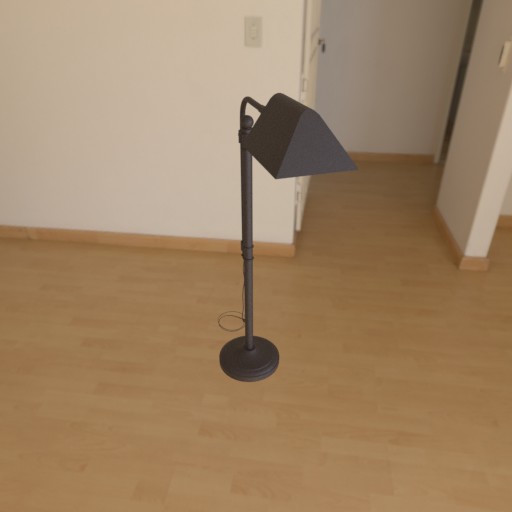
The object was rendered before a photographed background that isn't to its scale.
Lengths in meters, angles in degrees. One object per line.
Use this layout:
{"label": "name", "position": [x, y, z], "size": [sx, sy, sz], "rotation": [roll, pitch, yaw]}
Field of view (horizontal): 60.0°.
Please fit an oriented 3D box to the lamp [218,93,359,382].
{"label": "lamp", "position": [0.000, 0.000, 0.949], "size": [0.159, 0.708, 0.545], "rotation": [-9, 32, -15]}
